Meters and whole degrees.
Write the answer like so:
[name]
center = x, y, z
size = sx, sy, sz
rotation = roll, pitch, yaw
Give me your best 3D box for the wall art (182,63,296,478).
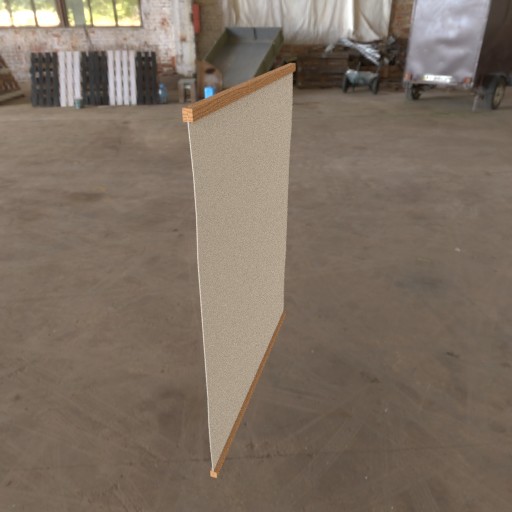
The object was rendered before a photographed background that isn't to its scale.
[wall art]
center = 0.000, 0.000, 0.678
size = 0.010, 0.507, 0.404
rotation = 9, 30, 15
